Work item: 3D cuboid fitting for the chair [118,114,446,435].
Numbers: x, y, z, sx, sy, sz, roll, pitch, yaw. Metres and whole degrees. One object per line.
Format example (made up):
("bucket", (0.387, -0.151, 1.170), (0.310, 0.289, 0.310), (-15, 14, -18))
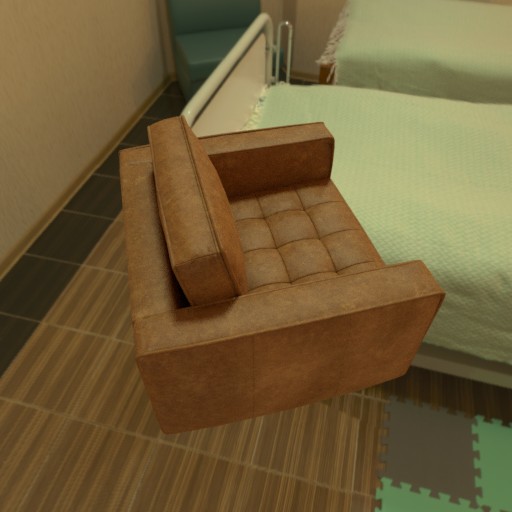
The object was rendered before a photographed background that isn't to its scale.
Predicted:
("chair", (0.000, 0.000, 1.496), (0.798, 0.767, 0.928), (-11, 47, -10))
